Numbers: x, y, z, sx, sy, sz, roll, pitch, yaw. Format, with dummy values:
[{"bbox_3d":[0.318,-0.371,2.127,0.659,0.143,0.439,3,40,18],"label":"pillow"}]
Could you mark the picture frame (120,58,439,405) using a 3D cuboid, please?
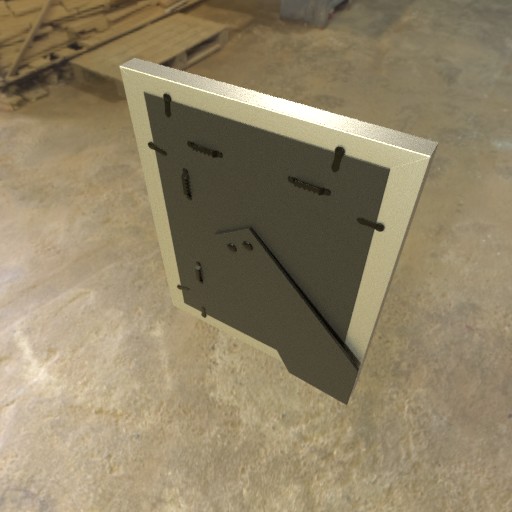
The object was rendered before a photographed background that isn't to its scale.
[{"bbox_3d":[0.000,0.000,0.524,0.307,0.386,0.036,23,51,21],"label":"picture frame"}]
